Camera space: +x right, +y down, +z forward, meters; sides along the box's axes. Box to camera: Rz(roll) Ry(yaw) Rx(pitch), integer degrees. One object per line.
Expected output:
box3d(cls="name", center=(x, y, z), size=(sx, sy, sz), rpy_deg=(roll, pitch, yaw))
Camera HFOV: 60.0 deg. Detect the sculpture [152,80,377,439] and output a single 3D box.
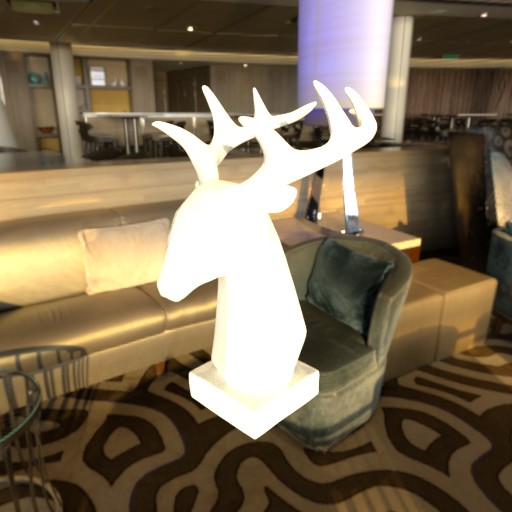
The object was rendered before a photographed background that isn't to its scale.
box3d(cls="sculpture", center=(0.000, 0.000, 0.447), size=(0.174, 0.329, 0.224), rpy_deg=(16, 24, 42))
